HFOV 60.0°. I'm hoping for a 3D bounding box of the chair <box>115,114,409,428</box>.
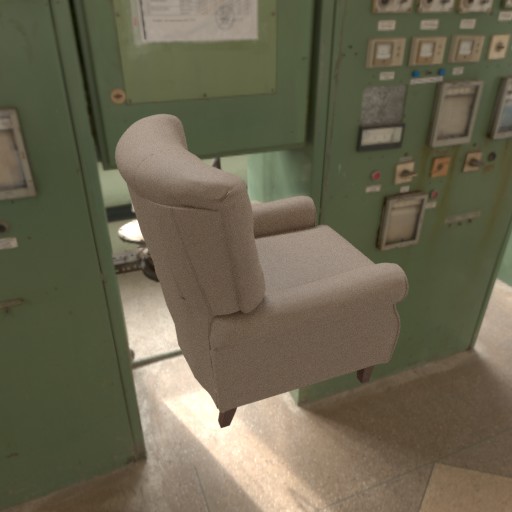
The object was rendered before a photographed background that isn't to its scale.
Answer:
[{"bbox_3d":[0.000,0.000,1.942,1.041,1.138,0.999,-11,32,-18],"label":"chair"}]
